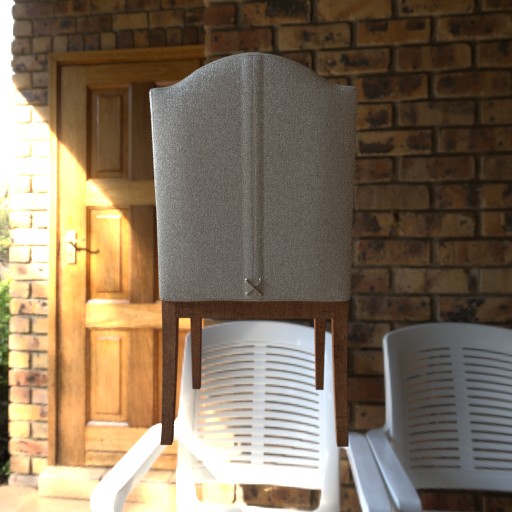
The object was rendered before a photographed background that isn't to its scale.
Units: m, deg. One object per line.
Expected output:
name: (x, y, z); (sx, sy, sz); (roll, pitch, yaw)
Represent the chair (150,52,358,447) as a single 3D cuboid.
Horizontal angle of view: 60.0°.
chair: (0.000, 0.000, 1.399); (0.534, 1.012, 0.648); (0, 0, 1)
